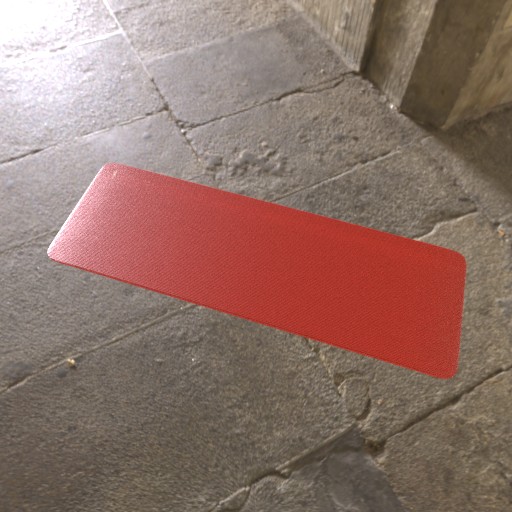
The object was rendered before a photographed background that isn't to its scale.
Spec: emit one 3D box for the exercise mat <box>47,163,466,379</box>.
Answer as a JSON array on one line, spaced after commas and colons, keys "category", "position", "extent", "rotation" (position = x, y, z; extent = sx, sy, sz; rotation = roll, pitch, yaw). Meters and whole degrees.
[{"category": "exercise mat", "position": [0.000, 0.000, 2.049], "extent": [1.869, 0.021, 0.616], "rotation": [16, 61, 9]}]
